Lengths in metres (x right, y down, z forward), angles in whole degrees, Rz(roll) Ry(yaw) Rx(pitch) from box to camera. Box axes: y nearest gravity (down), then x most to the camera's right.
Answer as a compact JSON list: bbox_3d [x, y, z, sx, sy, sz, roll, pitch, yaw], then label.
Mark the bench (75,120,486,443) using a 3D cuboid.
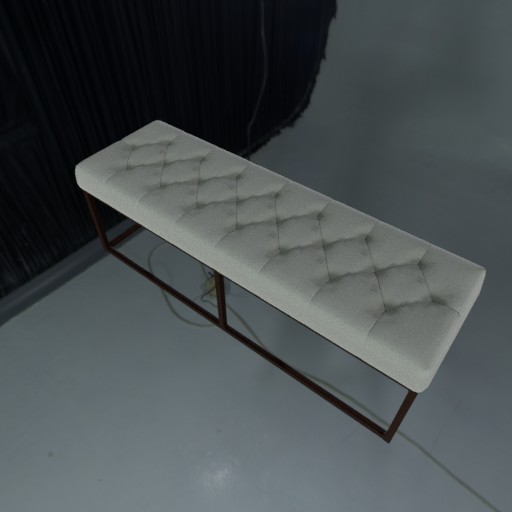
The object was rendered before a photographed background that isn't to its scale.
[{"bbox_3d":[0.000,0.000,1.718,1.488,0.488,0.479,29,53,25],"label":"bench"}]
